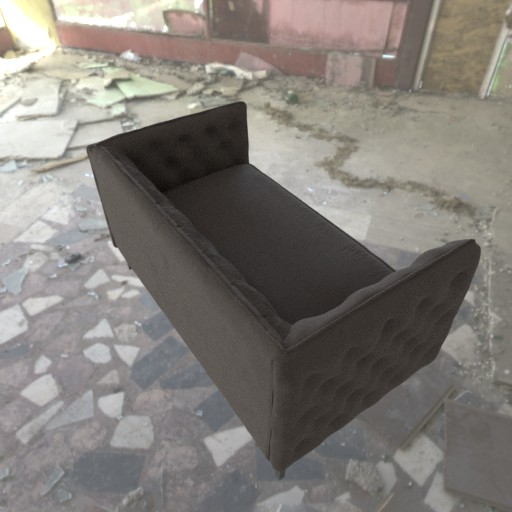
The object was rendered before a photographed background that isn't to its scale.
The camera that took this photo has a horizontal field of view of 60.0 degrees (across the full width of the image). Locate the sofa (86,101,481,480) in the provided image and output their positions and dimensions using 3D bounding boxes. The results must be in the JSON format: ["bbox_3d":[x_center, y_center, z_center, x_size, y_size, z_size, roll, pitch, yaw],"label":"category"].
[{"bbox_3d":[0.000,0.000,2.064,0.909,0.810,1.583,-25,48,-25],"label":"sofa"}]
